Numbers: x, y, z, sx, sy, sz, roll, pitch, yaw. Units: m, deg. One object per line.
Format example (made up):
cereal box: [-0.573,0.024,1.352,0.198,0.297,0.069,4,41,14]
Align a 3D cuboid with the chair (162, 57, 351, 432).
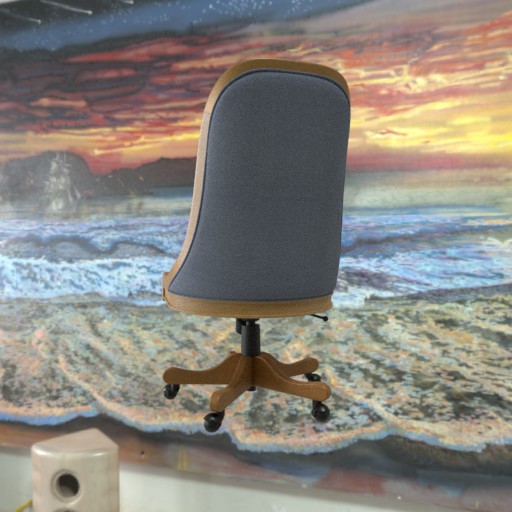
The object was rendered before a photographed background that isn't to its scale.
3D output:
chair: [0.000,0.000,1.510,0.605,1.031,0.735,0,1,-16]
